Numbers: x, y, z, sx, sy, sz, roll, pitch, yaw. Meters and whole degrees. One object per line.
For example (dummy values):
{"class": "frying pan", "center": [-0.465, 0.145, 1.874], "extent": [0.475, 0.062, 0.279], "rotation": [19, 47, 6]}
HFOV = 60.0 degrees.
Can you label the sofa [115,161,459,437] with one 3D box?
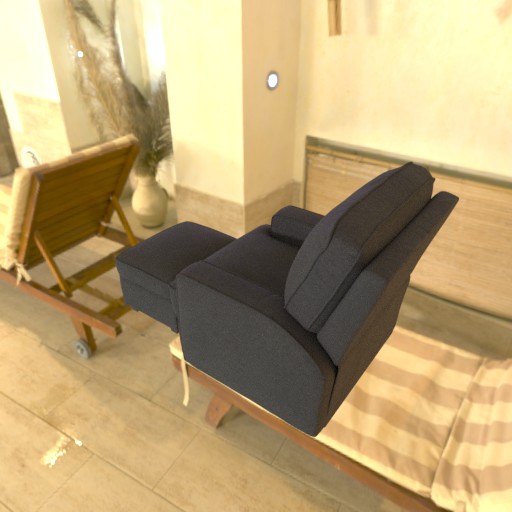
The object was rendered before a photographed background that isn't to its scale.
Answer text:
{"class": "sofa", "center": [0.000, 0.000, 2.066], "extent": [1.472, 0.959, 0.861], "rotation": [21, 37, 31]}
